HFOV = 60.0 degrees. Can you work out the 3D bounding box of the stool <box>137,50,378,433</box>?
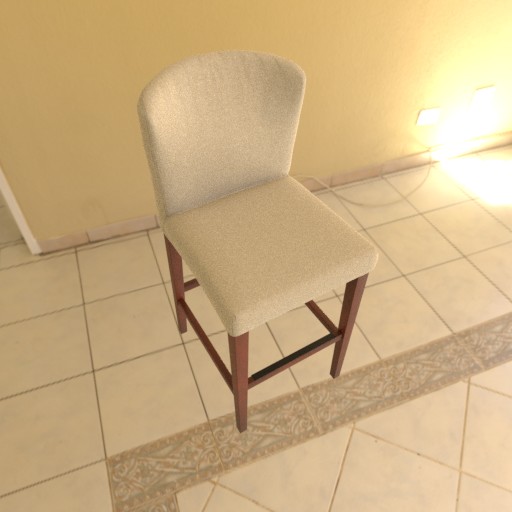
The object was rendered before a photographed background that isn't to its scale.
[{"bbox_3d":[0.000,0.000,1.393,0.479,1.069,0.568,-23,49,-22],"label":"stool"}]
